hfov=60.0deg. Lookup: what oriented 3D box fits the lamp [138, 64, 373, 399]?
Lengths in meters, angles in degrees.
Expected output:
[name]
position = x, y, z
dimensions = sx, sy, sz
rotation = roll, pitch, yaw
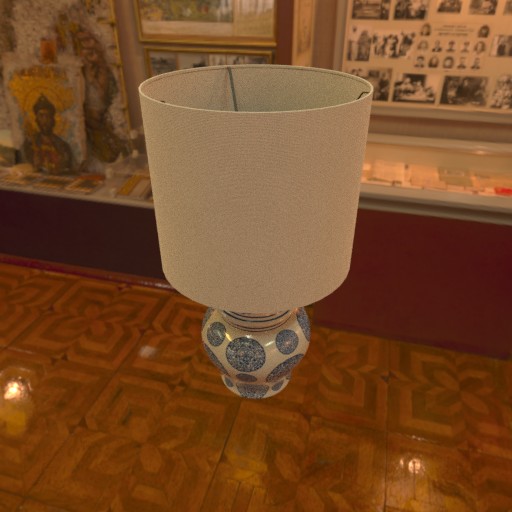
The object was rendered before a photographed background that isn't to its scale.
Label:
[lamp]
position = 0.000, 0.000, 0.515
dimensions = 0.215, 0.381, 0.215
rotation = 9, 33, 15
